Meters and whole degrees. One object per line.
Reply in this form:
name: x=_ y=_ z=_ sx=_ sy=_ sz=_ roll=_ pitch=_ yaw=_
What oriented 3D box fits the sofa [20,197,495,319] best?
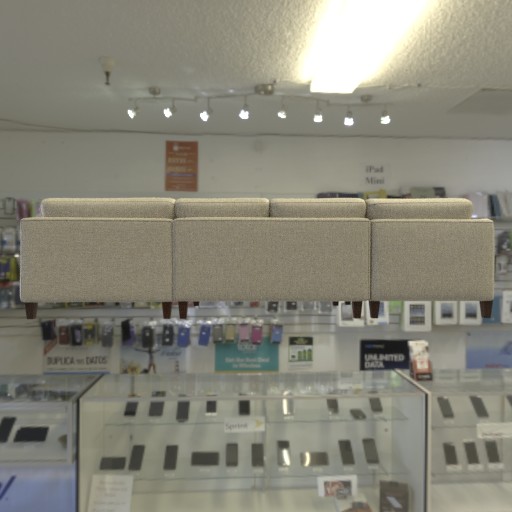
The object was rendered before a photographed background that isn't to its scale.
sofa: x=0.000 y=0.000 z=4.375 sx=3.403 sy=0.889 sz=2.551 roll=0 pitch=0 yaw=-1
